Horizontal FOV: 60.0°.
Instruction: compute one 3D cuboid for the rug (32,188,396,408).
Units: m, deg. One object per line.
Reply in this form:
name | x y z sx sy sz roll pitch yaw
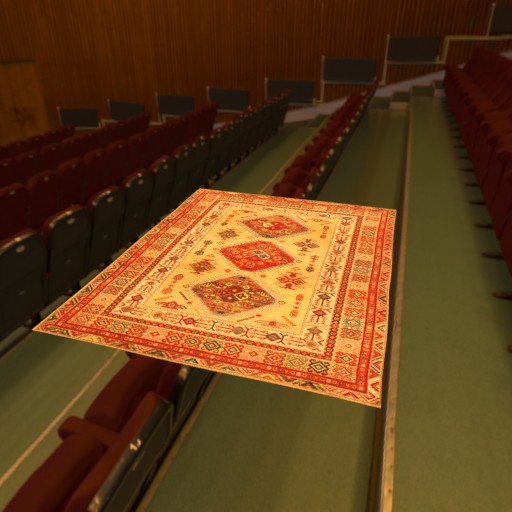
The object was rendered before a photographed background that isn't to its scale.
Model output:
rug | 0.000 0.000 4.165 2.460 0.005 3.067 8 30 15
